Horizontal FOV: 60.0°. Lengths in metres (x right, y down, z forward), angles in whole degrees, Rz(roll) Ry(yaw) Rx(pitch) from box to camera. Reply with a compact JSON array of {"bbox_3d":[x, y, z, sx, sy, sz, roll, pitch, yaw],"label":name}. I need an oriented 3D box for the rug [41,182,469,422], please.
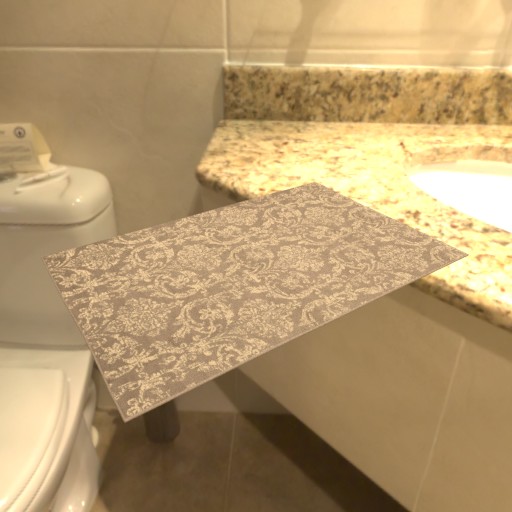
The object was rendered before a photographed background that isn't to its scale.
[{"bbox_3d":[0.000,0.000,3.407,2.746,0.018,1.819,-19,36,-29],"label":"rug"}]
